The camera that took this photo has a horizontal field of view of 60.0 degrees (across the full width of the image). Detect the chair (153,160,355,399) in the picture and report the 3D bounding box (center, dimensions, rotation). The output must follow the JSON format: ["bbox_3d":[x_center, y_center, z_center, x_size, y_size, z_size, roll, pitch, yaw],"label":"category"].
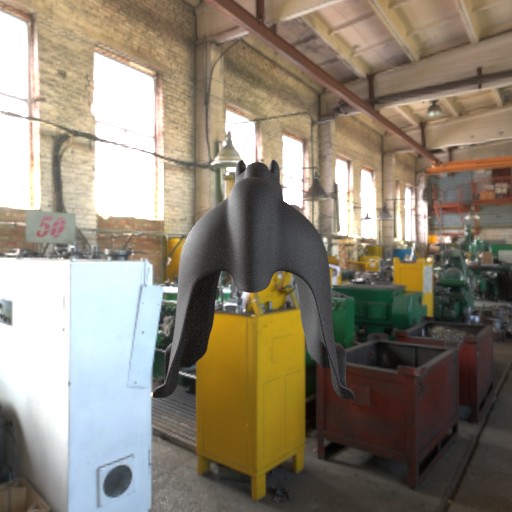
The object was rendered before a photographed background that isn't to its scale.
[{"bbox_3d":[0.000,0.000,1.155,0.429,0.612,0.800,0,0,1],"label":"chair"}]
